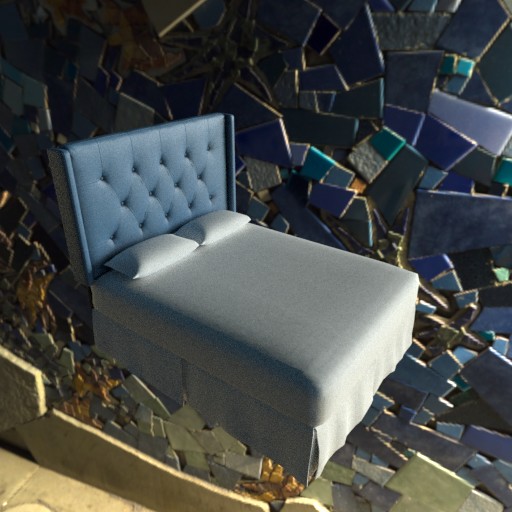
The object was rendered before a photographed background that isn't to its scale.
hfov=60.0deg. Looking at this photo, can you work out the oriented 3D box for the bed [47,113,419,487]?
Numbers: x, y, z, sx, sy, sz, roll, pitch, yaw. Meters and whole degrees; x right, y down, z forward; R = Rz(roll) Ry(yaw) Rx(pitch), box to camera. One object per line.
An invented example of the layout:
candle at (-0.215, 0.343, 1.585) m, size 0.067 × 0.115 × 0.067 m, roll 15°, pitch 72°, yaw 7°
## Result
bed at (0.000, 0.000, 3.271) m, size 2.078 × 1.665 × 1.719 m, roll 19°, pitch 33°, yaw 32°
